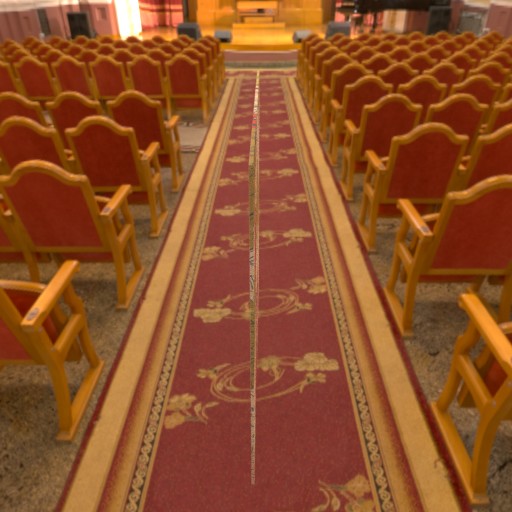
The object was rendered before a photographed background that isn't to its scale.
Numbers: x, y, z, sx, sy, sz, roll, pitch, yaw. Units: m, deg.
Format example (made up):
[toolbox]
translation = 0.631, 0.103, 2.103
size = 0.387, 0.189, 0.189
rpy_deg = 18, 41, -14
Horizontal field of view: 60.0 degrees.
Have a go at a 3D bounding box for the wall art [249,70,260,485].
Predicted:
[wall art]
translation = 0.000, 0.000, 2.273
size = 0.013, 1.534, 1.519
rpy_deg = 1, 32, 1
